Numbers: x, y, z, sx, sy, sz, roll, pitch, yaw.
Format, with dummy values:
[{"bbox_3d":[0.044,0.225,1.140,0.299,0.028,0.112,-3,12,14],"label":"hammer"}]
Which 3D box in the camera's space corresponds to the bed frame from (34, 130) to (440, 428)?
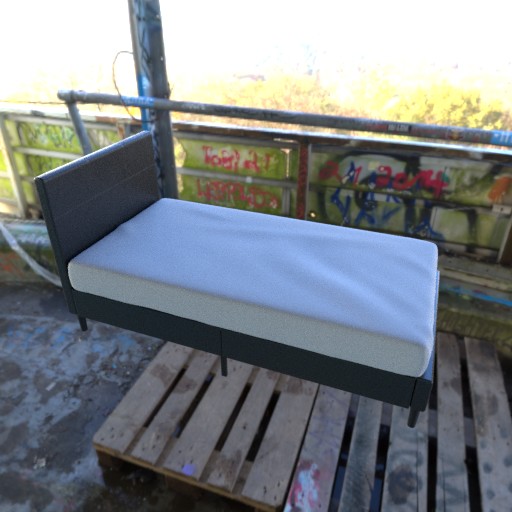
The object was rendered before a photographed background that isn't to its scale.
[{"bbox_3d":[0.000,0.000,2.498,2.152,1.046,1.038,11,32,18],"label":"bed frame"}]
